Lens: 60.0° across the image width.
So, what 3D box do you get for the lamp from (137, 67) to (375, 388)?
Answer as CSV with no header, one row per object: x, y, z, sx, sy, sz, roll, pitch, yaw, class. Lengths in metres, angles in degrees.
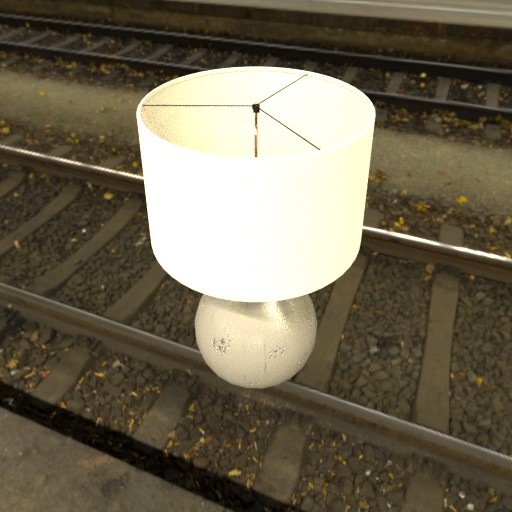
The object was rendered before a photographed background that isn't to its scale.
0.000,0.000,0.748,0.330,0.521,0.330,0,40,0,lamp
